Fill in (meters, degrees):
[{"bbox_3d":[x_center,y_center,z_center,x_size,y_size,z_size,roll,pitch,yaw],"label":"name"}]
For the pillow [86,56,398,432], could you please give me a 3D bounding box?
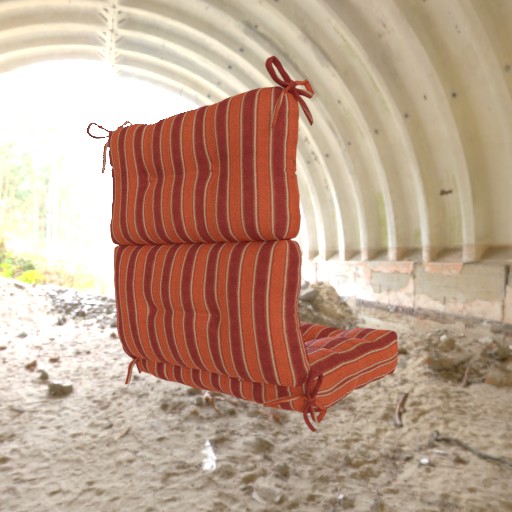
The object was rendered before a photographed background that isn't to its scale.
[{"bbox_3d":[0.000,0.000,1.020,0.519,0.605,0.571,0,-1,37],"label":"pillow"}]
